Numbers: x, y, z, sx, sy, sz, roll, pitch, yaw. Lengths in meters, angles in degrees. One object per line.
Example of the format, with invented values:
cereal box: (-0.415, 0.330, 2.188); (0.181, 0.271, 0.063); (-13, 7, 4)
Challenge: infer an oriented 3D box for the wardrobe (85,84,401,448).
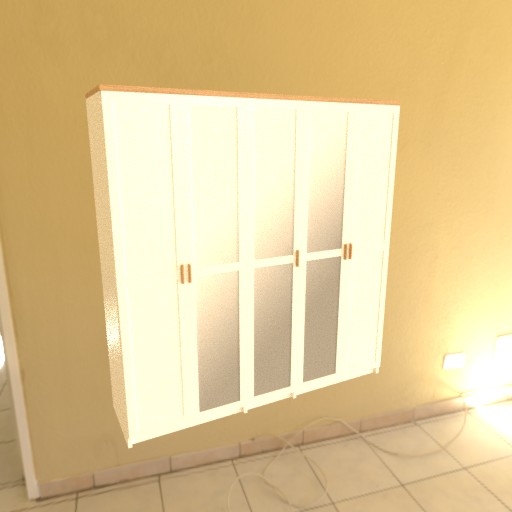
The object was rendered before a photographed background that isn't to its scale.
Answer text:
wardrobe: (0.000, 0.000, 3.350); (2.160, 2.260, 0.590); (-7, 16, -26)
